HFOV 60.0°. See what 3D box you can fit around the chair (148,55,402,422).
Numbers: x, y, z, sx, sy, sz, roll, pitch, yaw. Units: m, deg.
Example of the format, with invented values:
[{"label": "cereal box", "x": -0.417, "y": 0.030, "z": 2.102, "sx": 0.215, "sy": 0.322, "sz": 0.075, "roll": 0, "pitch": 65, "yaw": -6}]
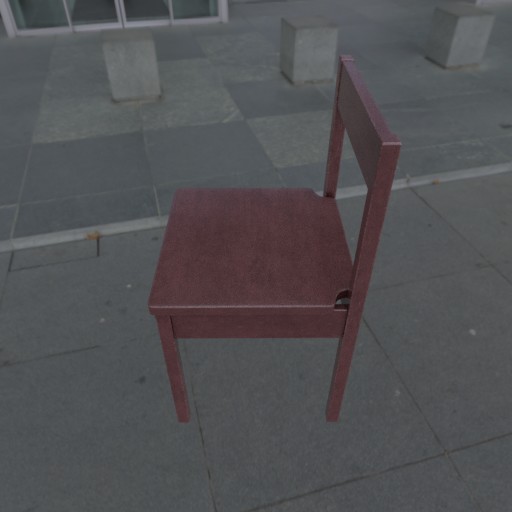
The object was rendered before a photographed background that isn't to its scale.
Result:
[{"label": "chair", "x": 0.000, "y": 0.000, "z": 0.895, "sx": 0.361, "sy": 0.668, "sz": 0.367, "roll": 0, "pitch": 41, "yaw": 0}]
